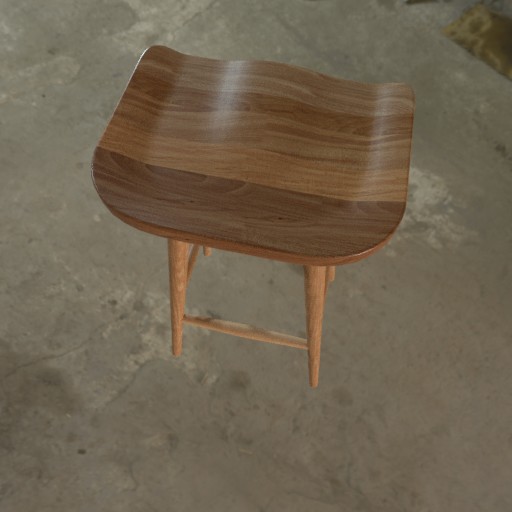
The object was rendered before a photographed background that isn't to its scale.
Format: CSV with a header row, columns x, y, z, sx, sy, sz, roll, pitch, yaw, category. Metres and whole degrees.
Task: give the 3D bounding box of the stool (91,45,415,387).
x,y,z,sx,sy,sz,roll,pitch,yaw,category
0.000,0.000,0.902,0.407,0.698,0.322,11,64,6,stool
